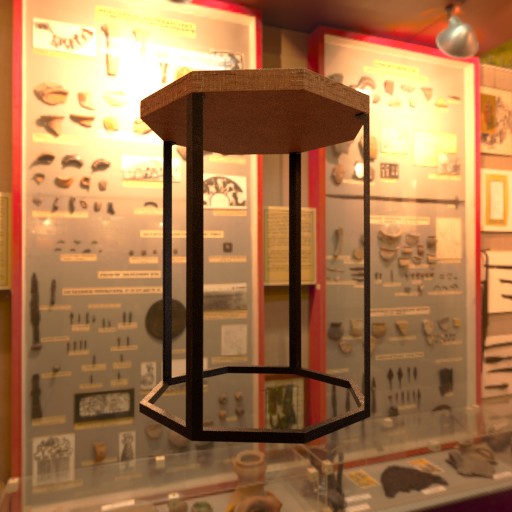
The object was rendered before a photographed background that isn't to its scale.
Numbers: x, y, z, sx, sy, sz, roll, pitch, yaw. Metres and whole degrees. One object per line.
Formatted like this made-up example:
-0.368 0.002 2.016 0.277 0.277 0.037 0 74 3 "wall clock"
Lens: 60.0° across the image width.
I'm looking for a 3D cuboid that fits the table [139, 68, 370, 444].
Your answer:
0.000 0.000 0.858 0.437 0.553 0.437 0 0 -19 "table"
